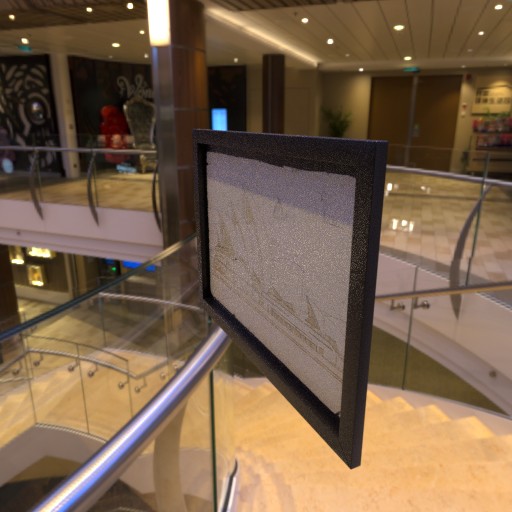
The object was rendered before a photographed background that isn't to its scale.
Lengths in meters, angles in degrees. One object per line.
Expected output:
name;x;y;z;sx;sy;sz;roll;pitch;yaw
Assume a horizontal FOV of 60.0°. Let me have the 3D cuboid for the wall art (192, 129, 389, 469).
wall art;0.000;0.000;0.572;0.013;0.306;0.440;-8;19;-25
